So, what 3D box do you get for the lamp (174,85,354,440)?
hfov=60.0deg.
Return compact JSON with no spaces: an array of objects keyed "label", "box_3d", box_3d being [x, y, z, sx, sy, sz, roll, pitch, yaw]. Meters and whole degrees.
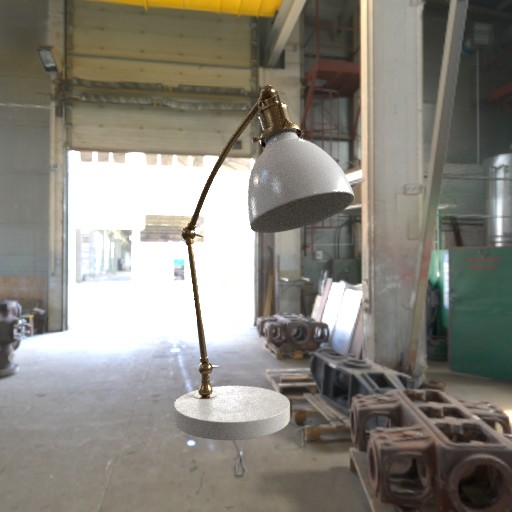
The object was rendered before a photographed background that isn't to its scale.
[{"label":"lamp","box_3d":[0.000,0.000,0.694,0.317,0.522,0.186,-1,-1,36]}]
